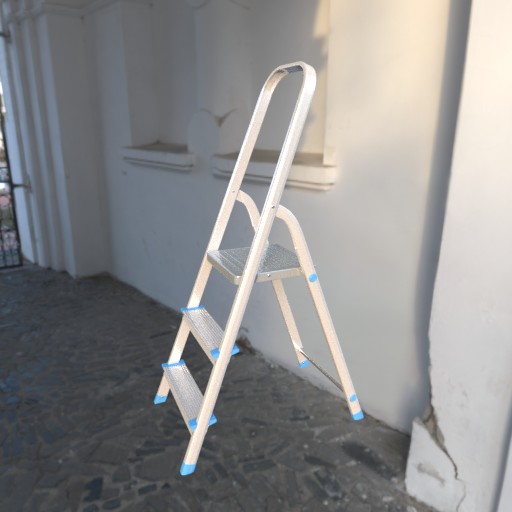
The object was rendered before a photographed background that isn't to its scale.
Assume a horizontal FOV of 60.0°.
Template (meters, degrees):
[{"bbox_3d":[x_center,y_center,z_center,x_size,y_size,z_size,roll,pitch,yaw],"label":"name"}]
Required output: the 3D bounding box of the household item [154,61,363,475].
[{"bbox_3d":[0.000,0.000,1.503,0.687,1.215,0.420,-7,19,-23],"label":"household item"}]
